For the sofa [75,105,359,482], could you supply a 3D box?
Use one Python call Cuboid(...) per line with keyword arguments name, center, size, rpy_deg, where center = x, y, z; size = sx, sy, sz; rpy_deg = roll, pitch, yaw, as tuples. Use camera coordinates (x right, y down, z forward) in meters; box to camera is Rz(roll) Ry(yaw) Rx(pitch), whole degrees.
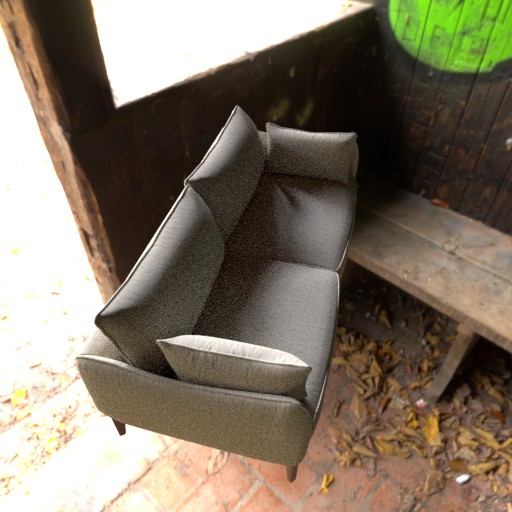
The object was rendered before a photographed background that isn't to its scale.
Cuboid(name="sofa", center=(0.000, 0.000, 2.439), size=(0.991, 0.860, 1.989), rpy_deg=(10, 45, 10))
